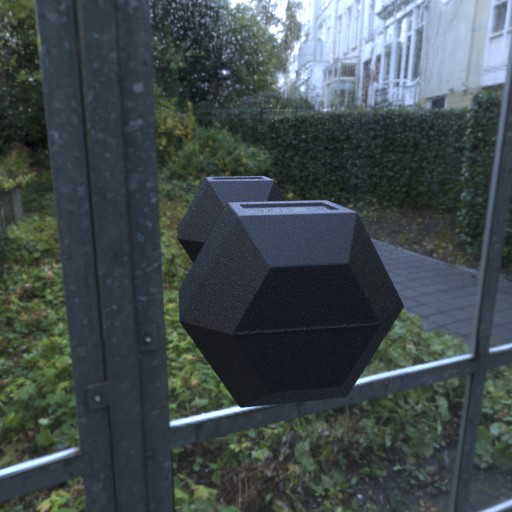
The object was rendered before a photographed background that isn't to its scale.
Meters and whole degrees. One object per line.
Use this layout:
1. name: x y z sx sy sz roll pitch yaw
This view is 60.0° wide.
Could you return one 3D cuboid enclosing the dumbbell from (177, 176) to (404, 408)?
1. dumbbell: 0.000 0.000 0.408 0.142 0.123 0.337 -3 15 -10
